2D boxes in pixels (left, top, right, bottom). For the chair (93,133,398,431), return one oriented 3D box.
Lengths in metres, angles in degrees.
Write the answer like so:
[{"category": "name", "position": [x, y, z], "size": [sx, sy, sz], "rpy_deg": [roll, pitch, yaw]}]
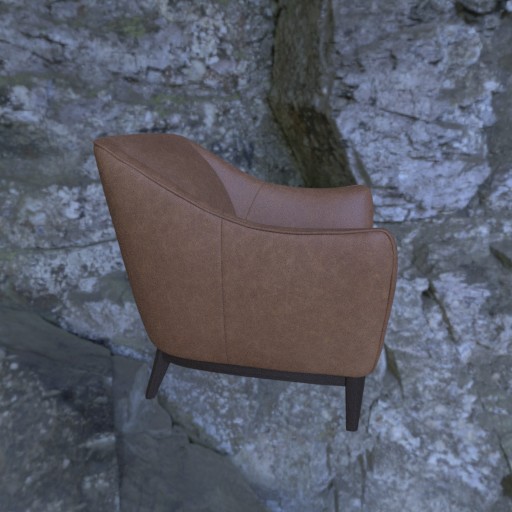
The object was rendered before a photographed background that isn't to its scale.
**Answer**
[{"category": "chair", "position": [0.000, 0.000, 1.563], "size": [0.852, 0.830, 0.871], "rpy_deg": [3, 17, 10]}]
